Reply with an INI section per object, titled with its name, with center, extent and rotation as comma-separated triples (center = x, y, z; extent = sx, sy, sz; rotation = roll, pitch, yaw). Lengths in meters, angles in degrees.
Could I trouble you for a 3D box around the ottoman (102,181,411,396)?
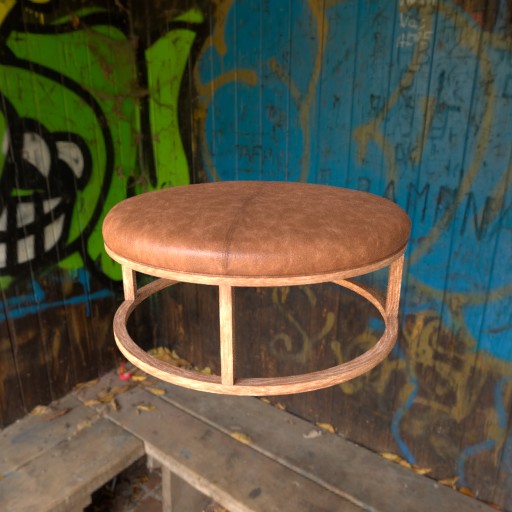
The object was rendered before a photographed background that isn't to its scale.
[ottoman]
center = 0.000, 0.000, 1.560
extent = 1.006, 0.445, 1.006
rotation = 0, 18, 0
